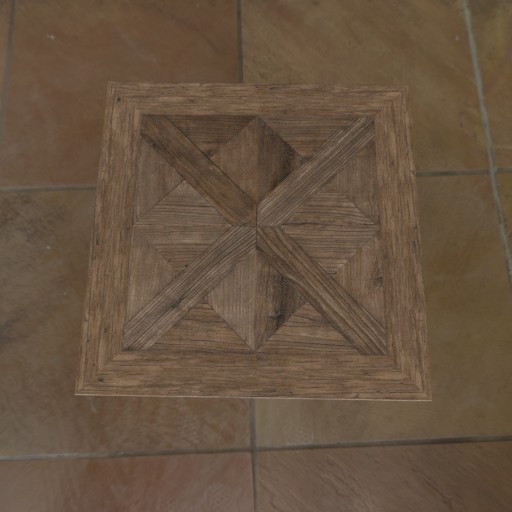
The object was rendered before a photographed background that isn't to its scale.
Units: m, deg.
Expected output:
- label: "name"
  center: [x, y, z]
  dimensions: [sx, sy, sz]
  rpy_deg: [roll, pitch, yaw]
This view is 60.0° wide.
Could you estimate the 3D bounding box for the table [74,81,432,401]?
- label: "table"
  center: [0.000, 0.000, 1.206]
  dimensions: [0.700, 0.532, 0.700]
  rpy_deg: [1, 76, 0]
